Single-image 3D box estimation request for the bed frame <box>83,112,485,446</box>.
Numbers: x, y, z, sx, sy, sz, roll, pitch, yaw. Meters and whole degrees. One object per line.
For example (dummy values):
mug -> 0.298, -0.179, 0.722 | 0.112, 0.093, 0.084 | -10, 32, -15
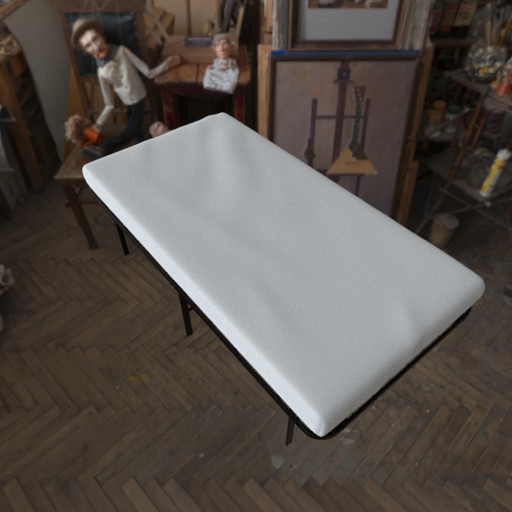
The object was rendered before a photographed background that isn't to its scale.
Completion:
bed frame -> 0.000, 0.000, 2.334 | 0.989, 0.619, 1.903 | -30, 53, -26
